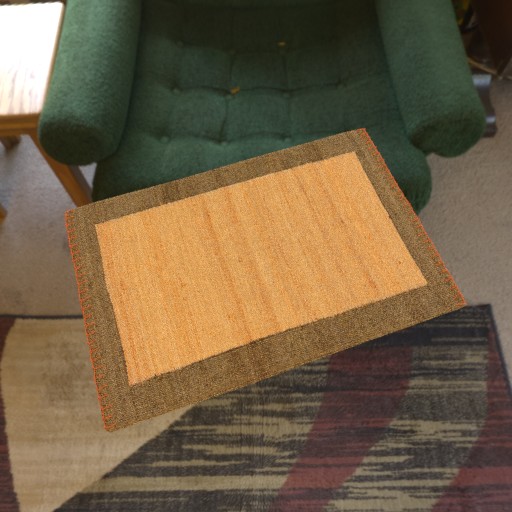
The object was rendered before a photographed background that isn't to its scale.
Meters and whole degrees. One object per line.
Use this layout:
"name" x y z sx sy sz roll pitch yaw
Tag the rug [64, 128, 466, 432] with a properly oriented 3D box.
"rug" 0.000 0.000 2.327 1.838 0.019 1.220 -17 65 -8
